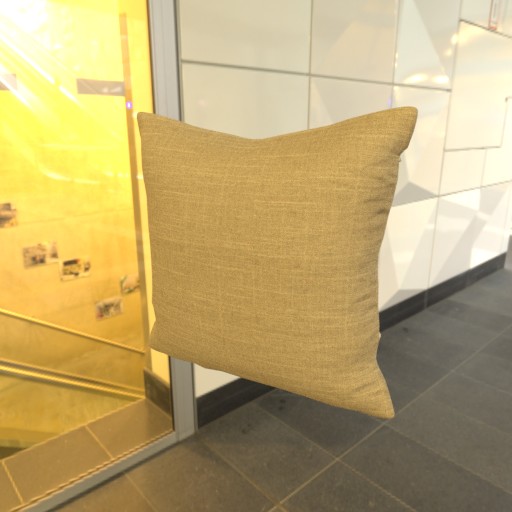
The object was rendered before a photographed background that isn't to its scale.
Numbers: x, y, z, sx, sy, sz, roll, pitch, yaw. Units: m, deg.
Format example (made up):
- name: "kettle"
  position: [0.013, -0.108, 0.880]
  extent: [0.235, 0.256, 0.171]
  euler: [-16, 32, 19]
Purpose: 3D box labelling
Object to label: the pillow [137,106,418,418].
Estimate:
- name: "pillow"
  position: [0.000, 0.000, 0.637]
  extent: [0.424, 0.400, 0.169]
  euler: [9, 18, 27]
